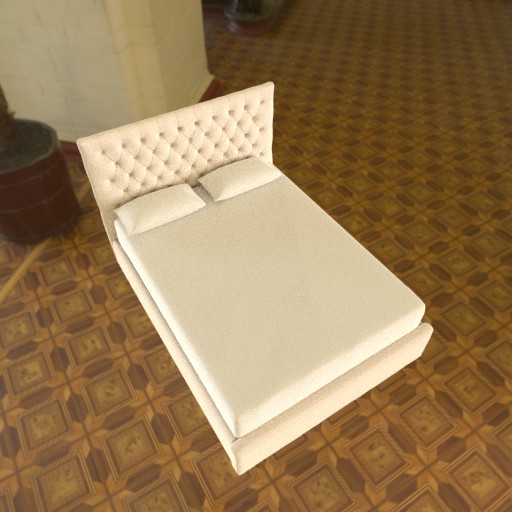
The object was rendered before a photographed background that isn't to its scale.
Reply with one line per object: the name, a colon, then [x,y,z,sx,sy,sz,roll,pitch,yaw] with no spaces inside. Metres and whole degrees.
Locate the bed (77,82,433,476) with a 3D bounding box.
bed: [0.000,0.000,3.364,1.696,1.426,2.233,-25,52,-21]
